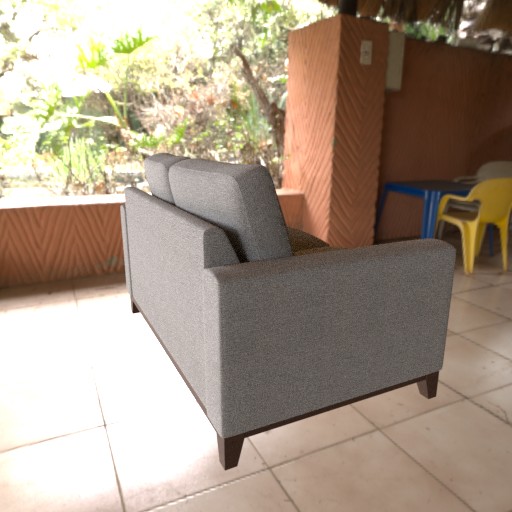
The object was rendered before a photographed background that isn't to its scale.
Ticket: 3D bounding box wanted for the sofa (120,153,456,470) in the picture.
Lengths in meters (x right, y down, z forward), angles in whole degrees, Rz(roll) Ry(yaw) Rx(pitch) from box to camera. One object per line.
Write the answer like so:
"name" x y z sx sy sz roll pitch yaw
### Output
"sofa" 0.000 0.000 1.983 0.917 0.873 1.420 -7 17 -25
